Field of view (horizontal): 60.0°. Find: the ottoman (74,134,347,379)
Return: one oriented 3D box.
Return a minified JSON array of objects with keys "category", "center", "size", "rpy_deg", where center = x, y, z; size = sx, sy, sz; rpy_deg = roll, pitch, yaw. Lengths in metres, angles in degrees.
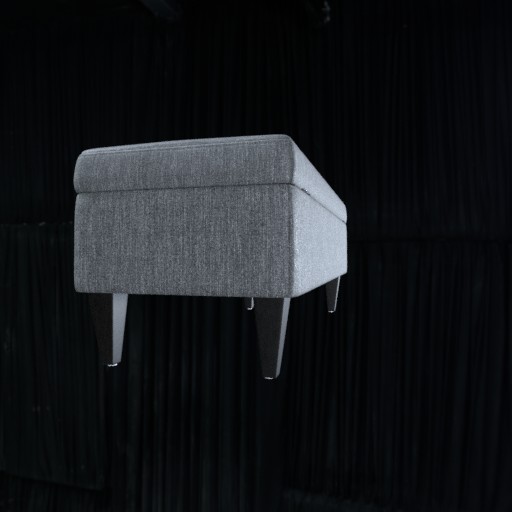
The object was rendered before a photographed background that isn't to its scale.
[{"category":"ottoman","center":[0.000,0.000,1.403],"size":[0.482,0.469,1.151],"rpy_deg":[0,0,16]}]
